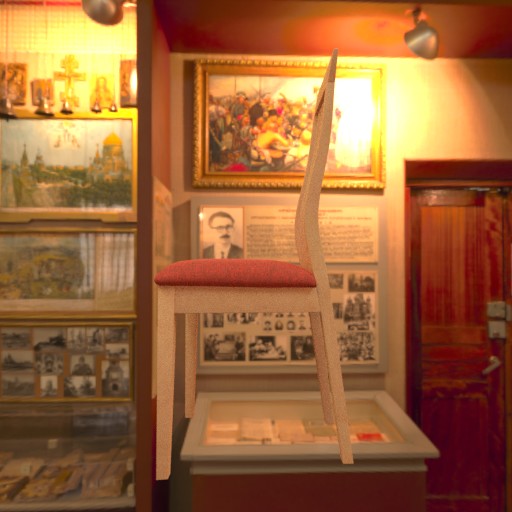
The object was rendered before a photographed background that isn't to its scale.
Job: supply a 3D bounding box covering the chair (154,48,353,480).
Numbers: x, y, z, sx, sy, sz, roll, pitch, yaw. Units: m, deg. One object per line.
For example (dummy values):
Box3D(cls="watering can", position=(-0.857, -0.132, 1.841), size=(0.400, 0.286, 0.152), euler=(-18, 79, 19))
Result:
Box3D(cls="chair", position=(0.000, 0.000, 1.236), size=(0.474, 1.027, 0.460), euler=(0, -1, 0))
